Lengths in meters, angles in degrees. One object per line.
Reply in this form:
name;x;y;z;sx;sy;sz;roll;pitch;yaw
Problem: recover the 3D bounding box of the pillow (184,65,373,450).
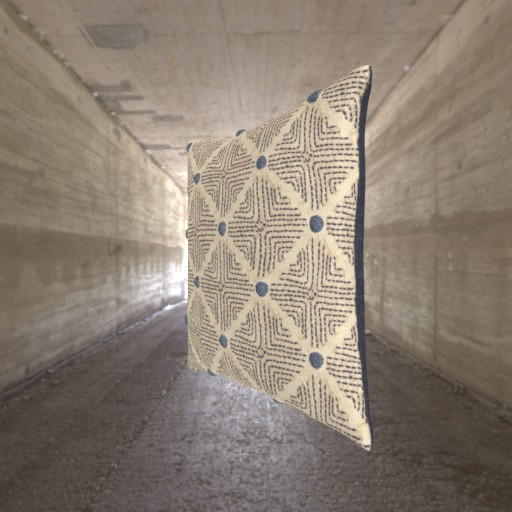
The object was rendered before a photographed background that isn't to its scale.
pillow;0.000;0.000;0.785;0.145;0.510;0.510;0;1;-36
